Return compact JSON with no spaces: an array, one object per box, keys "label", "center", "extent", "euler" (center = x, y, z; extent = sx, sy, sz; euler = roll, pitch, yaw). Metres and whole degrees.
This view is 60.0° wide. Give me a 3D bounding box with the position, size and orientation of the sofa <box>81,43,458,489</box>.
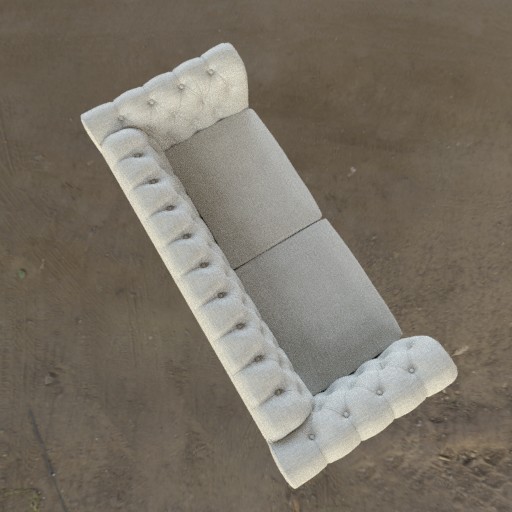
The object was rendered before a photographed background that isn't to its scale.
[{"label":"sofa","center":[0.000,0.000,2.165],"extent":[0.783,0.797,1.798],"euler":[-30,78,-7]}]
